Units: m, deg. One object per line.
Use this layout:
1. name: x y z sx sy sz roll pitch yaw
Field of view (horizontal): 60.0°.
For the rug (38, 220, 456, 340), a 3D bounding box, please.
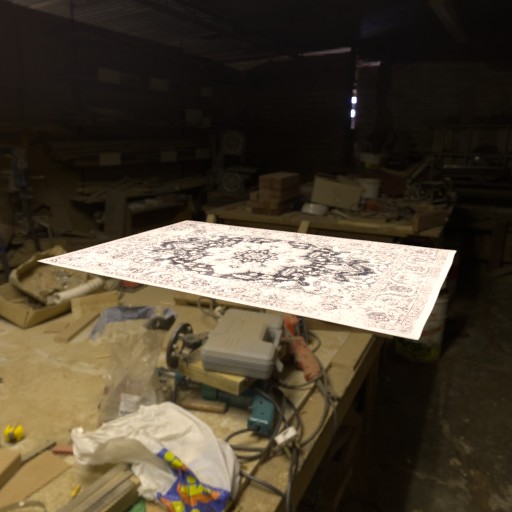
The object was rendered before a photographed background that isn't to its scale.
1. rug: 0.000 0.000 2.297 1.813 0.008 1.223 8 18 27
